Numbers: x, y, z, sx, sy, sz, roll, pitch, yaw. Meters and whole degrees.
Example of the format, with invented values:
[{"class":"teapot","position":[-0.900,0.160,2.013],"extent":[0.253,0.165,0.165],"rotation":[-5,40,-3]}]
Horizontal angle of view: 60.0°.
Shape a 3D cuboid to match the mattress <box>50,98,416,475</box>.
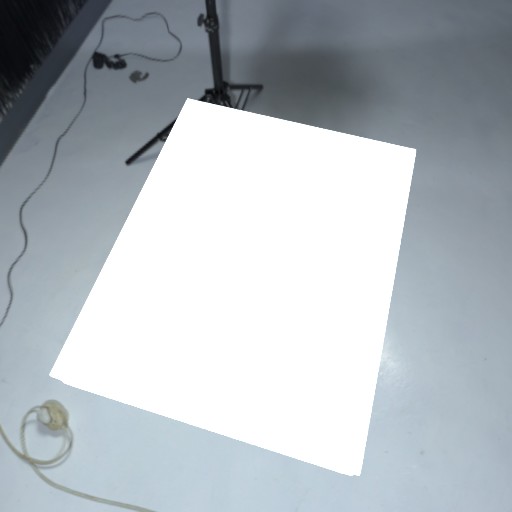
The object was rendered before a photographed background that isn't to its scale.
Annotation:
[{"class":"mattress","position":[0.000,0.000,2.669],"extent":[1.600,0.230,2.000],"rotation":[15,64,7]}]
